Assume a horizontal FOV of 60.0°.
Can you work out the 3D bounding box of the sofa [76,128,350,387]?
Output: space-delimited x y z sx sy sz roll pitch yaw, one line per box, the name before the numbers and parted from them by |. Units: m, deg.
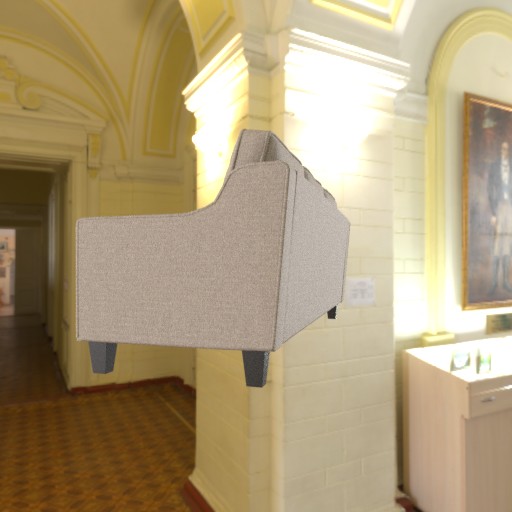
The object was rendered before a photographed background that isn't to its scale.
sofa | 0.000 0.000 2.619 0.899 0.950 2.129 0 -1 17
